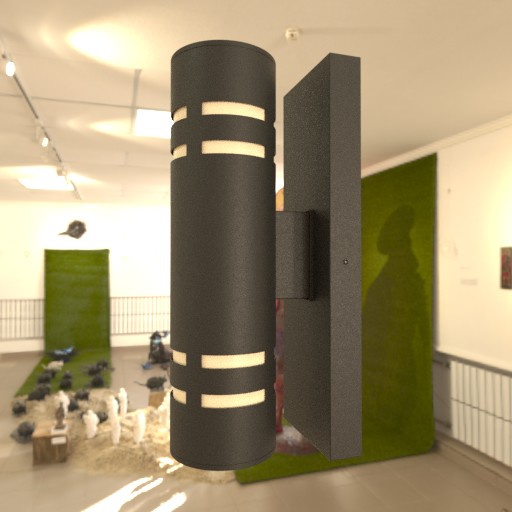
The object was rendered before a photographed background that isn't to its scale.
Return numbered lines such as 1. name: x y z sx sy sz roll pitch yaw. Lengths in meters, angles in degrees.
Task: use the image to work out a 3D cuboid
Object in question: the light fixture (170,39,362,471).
1. light fixture: 0.000 0.000 0.392 0.149 0.330 0.105 0 -1 -18
